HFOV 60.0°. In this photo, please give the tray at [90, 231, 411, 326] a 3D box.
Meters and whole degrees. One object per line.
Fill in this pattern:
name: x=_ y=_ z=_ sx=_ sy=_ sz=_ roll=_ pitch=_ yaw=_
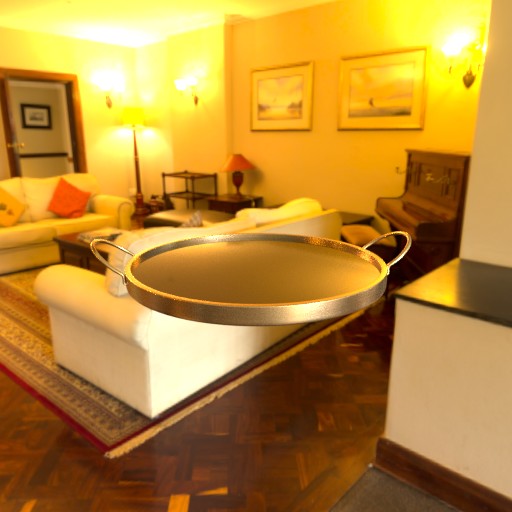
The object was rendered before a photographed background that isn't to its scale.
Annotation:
tray: x=0.000 y=0.000 z=0.766 sx=0.543 sy=0.069 sz=0.438 roll=-2 pitch=15 yaw=-7
